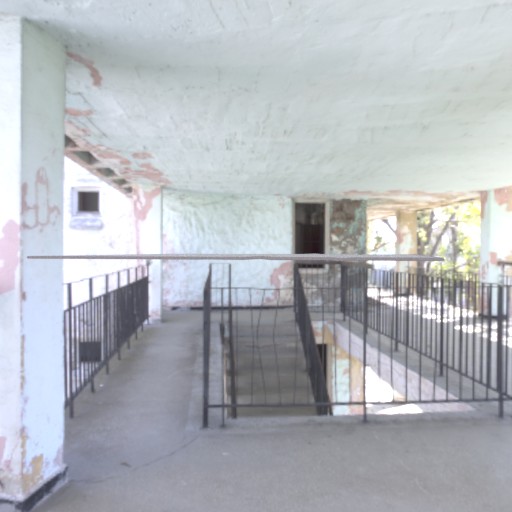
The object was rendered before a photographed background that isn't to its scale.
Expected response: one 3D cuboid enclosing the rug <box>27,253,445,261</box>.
[{"bbox_3d":[0.000,0.000,4.175,3.007,0.032,2.434,0,1,16],"label":"rug"}]
